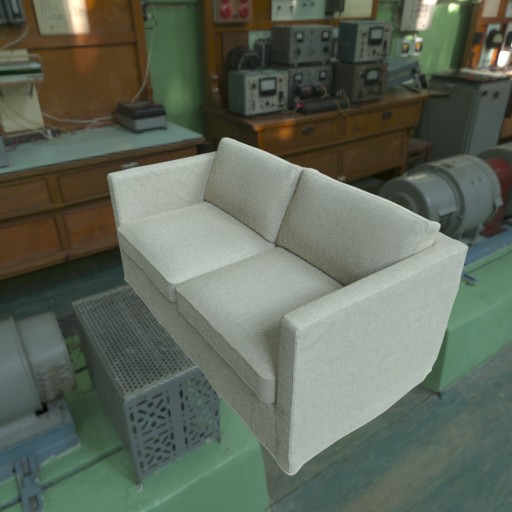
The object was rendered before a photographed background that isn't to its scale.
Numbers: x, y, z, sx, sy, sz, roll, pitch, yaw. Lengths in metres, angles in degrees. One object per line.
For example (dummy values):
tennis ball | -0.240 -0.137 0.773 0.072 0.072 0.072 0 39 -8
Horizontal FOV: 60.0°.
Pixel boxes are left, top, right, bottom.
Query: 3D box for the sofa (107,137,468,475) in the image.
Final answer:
sofa | 0.000 0.000 2.305 0.962 0.835 1.719 -20 36 -30
